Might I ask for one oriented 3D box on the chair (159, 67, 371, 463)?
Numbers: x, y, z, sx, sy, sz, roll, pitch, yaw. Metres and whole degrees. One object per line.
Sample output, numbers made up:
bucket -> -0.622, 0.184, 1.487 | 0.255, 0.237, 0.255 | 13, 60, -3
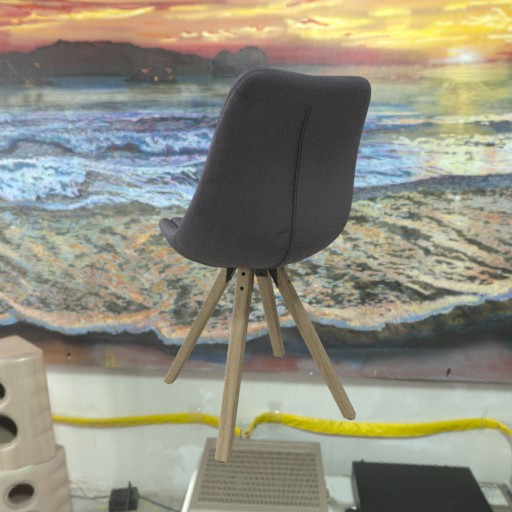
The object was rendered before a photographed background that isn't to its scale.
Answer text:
chair -> 0.000, 0.000, 1.207 | 0.483, 0.865, 0.547 | -7, 15, -26
